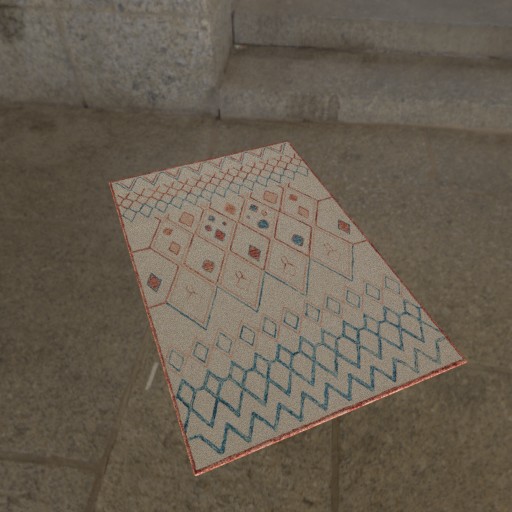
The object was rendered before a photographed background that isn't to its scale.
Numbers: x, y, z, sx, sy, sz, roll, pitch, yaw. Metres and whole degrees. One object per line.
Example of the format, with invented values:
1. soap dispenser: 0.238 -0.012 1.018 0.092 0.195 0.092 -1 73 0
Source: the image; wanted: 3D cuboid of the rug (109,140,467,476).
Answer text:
1. rug: 0.000 0.000 2.323 1.219 0.016 1.829 -17 50 -15
